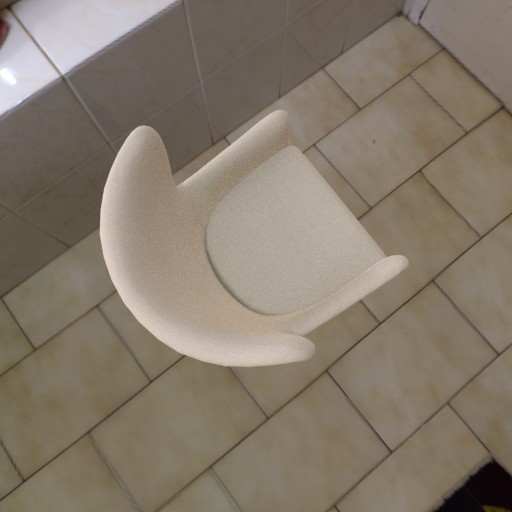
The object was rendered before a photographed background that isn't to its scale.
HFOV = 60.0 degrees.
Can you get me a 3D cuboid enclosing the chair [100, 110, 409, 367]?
[{"bbox_3d":[0.000,0.000,1.506,0.744,0.990,0.696,-35,79,-8],"label":"chair"}]
